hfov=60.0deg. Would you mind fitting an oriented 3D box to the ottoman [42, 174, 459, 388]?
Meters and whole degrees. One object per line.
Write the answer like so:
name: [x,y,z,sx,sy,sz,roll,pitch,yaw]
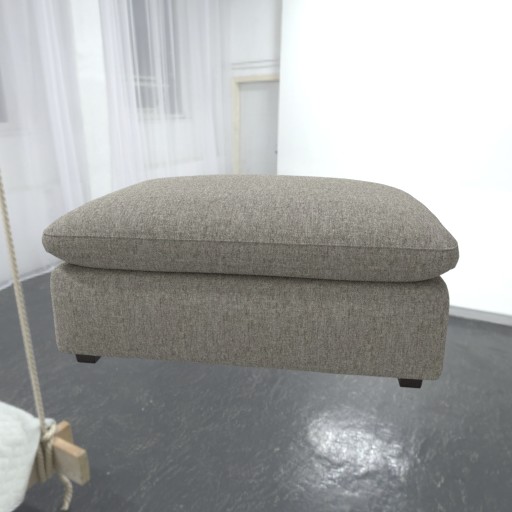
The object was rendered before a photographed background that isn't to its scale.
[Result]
ottoman: [0.000,0.000,1.328,0.977,0.451,0.694,2,18,7]
